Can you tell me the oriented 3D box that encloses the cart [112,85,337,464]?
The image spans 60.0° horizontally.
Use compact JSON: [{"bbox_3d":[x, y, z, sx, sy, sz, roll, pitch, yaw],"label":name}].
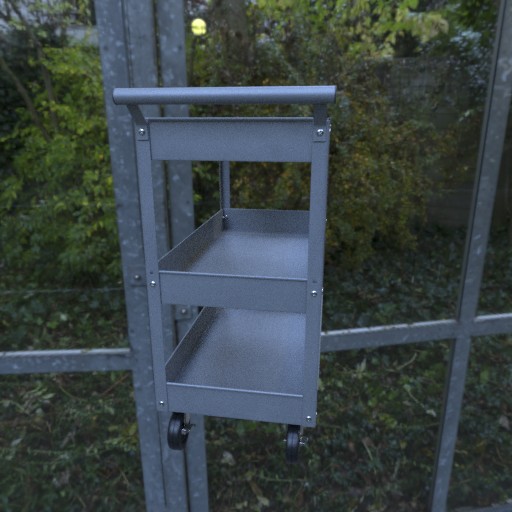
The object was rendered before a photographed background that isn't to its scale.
[{"bbox_3d":[0.000,0.000,1.155,0.366,0.780,0.719,3,17,9],"label":"cart"}]
